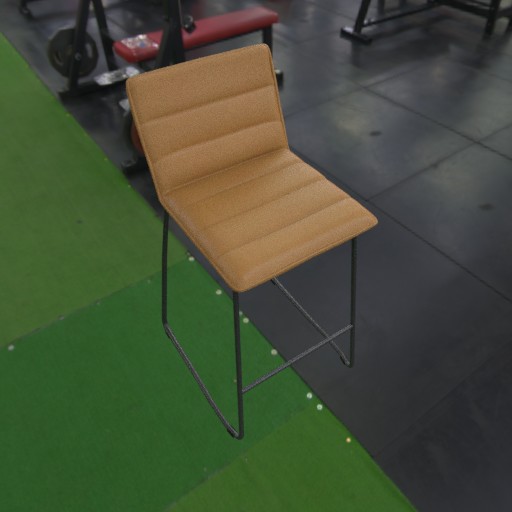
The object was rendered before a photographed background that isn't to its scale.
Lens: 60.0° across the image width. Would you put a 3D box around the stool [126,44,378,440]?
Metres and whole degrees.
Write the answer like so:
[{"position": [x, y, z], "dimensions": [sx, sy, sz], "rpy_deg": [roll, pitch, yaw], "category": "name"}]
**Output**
[{"position": [0.000, 0.000, 1.245], "dimensions": [0.489, 0.936, 0.524], "rpy_deg": [-25, 51, -22], "category": "stool"}]
